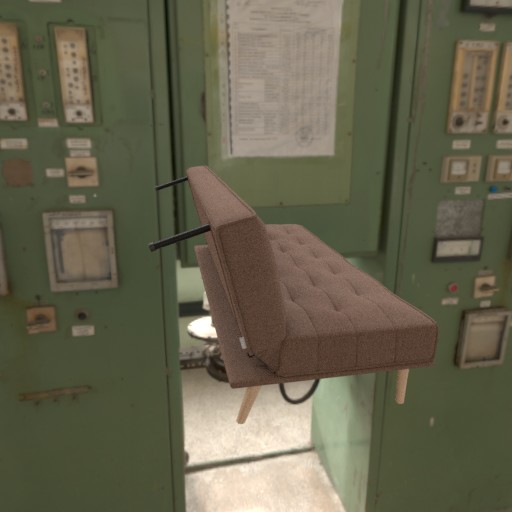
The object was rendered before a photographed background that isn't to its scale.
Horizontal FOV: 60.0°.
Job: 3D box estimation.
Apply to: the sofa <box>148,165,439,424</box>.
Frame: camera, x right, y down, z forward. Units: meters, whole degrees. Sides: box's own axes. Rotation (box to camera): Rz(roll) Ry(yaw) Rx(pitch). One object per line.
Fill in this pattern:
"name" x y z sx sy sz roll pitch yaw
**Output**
"sofa" 0.000 0.000 2.361 1.038 0.810 1.820 -3 17 -11
